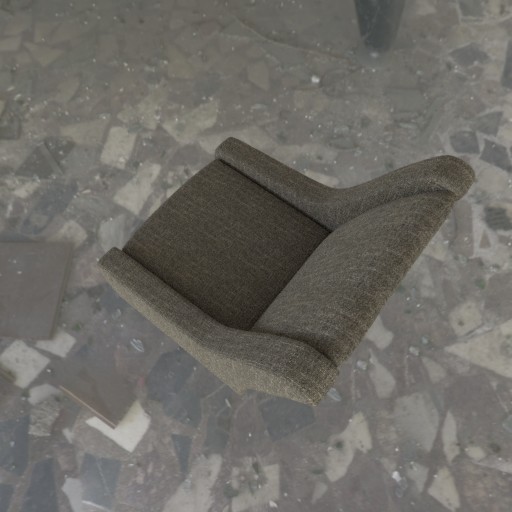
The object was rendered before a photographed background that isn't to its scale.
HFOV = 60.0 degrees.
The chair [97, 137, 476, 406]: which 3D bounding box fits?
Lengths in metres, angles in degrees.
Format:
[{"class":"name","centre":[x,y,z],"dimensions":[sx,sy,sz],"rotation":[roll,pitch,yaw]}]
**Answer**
[{"class":"chair","centre":[0.000,0.000,1.637],"dimensions":[0.944,1.012,0.793],"rotation":[35,69,16]}]
